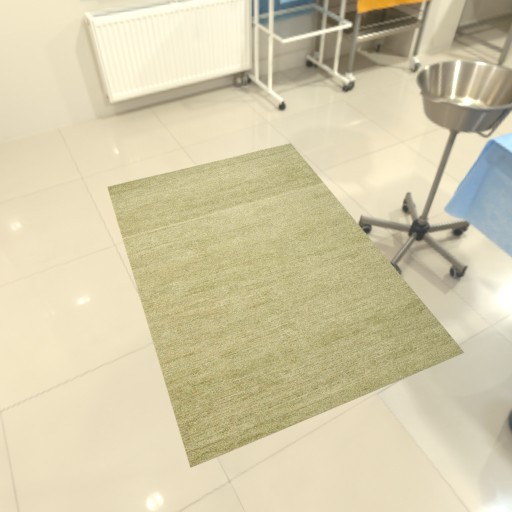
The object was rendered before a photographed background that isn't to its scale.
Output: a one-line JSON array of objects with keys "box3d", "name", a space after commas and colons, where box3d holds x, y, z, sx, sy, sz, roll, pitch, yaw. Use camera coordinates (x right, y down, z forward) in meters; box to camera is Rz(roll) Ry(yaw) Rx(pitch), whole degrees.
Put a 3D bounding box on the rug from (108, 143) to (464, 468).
[{"box3d": [0.000, 0.000, 3.001, 1.606, 0.017, 2.270, -17, 50, -15], "name": "rug"}]
